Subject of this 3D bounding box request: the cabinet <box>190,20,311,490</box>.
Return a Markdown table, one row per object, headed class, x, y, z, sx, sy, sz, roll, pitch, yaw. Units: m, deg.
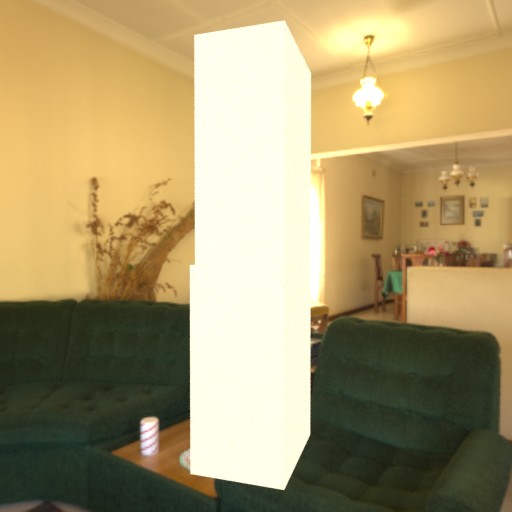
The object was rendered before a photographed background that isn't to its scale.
| class | x | y | z | sx | sy | sz | roll | pitch | yaw |
| --- | --- | --- | --- | --- | --- | --- | --- | --- | --- |
| cabinet | 0.000 | 0.000 | 1.510 | 0.300 | 1.350 | 0.400 | 0 | 1 | 18 |
